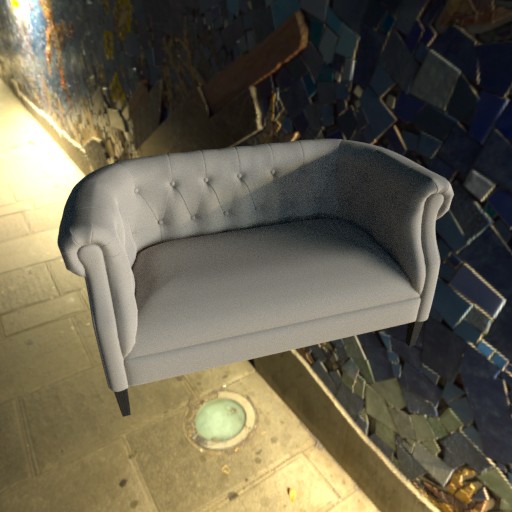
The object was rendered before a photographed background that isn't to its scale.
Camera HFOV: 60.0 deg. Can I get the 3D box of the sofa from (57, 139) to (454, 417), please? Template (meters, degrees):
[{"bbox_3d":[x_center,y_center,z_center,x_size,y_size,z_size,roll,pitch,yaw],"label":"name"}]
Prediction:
[{"bbox_3d":[0.000,0.000,2.059,1.558,0.827,0.835,-10,33,-15],"label":"sofa"}]
